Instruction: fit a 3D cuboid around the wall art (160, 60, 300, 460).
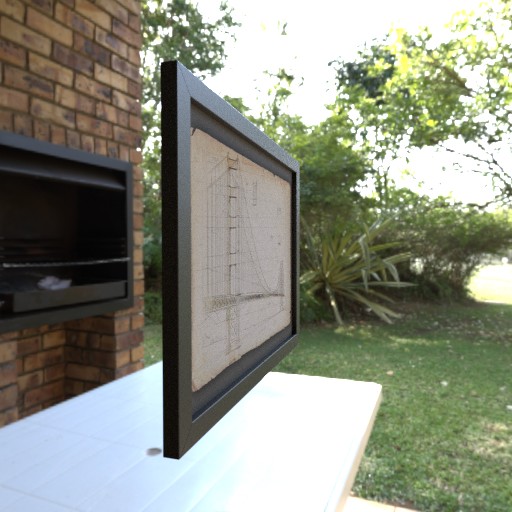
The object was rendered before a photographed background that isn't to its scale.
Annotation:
[{"bbox_3d":[0.000,0.000,0.546,0.016,0.306,0.432,0,1,18],"label":"wall art"}]
